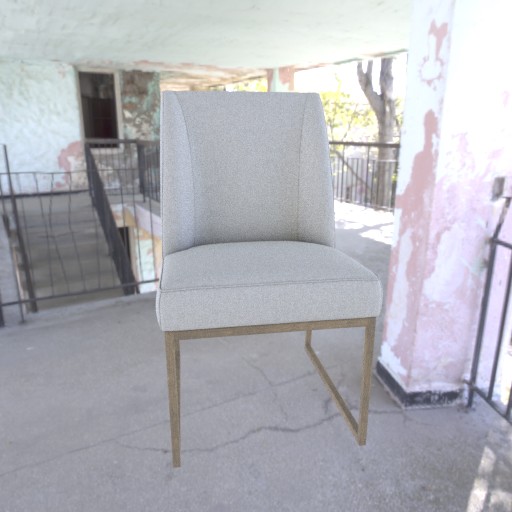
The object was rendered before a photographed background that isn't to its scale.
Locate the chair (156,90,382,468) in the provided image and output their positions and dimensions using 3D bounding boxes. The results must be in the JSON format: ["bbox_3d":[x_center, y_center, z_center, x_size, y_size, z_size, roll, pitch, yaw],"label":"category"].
[{"bbox_3d":[0.000,0.000,1.184,0.508,0.863,0.522,-3,16,-9],"label":"chair"}]
